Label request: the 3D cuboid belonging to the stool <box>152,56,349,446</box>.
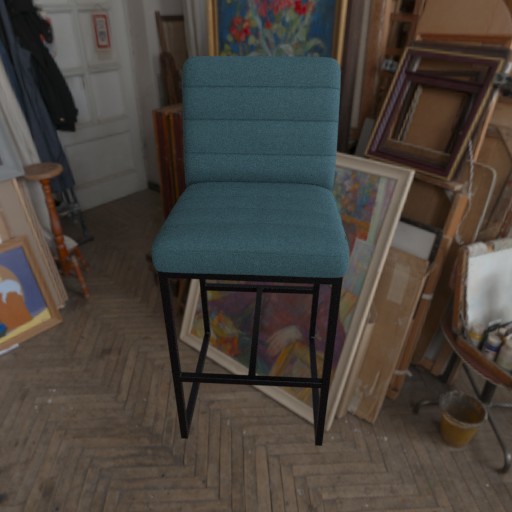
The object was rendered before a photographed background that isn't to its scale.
[{"bbox_3d":[0.000,0.000,1.323,0.460,1.040,0.560,2,31,3],"label":"stool"}]
